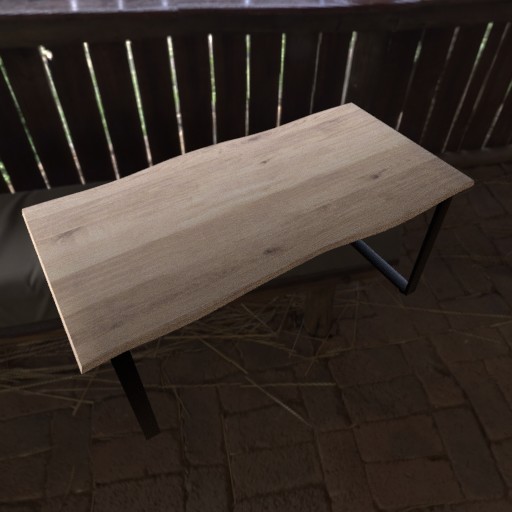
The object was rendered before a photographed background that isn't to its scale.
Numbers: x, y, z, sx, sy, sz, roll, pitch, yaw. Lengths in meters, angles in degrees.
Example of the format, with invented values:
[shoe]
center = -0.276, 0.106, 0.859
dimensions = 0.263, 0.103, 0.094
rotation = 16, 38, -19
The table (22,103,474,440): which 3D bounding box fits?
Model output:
[table]
center = 0.000, 0.000, 2.213
dimensions = 1.800, 0.780, 0.900
rotation = -24, 51, -21
